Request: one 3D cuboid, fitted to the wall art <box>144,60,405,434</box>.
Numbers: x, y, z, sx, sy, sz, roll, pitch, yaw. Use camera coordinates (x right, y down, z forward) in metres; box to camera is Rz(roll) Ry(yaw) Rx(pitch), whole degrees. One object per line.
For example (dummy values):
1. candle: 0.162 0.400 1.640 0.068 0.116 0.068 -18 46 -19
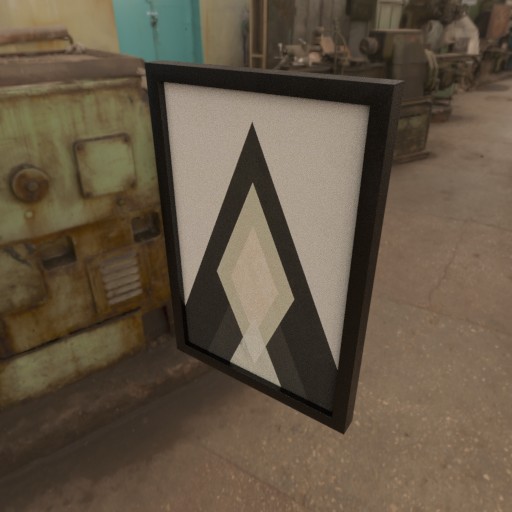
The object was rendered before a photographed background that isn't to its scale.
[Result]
1. wall art: 0.000 0.000 0.588 0.313 0.457 0.031 19 34 29
